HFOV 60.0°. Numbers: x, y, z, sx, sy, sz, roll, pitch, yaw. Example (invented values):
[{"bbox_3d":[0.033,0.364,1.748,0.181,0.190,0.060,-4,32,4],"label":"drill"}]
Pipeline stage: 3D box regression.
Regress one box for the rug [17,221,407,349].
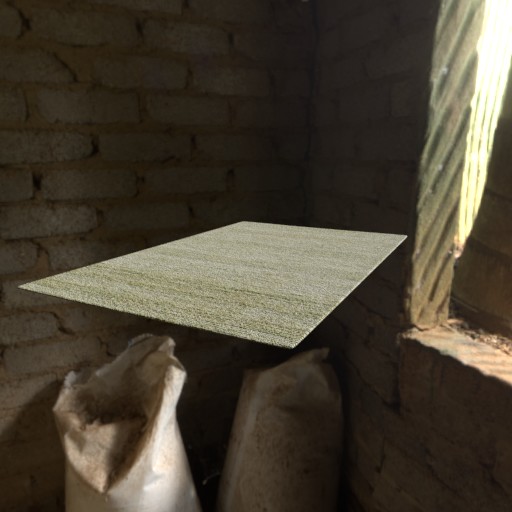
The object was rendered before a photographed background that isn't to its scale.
[{"bbox_3d":[0.000,0.000,2.173,1.143,0.010,1.758,7,15,27],"label":"rug"}]
